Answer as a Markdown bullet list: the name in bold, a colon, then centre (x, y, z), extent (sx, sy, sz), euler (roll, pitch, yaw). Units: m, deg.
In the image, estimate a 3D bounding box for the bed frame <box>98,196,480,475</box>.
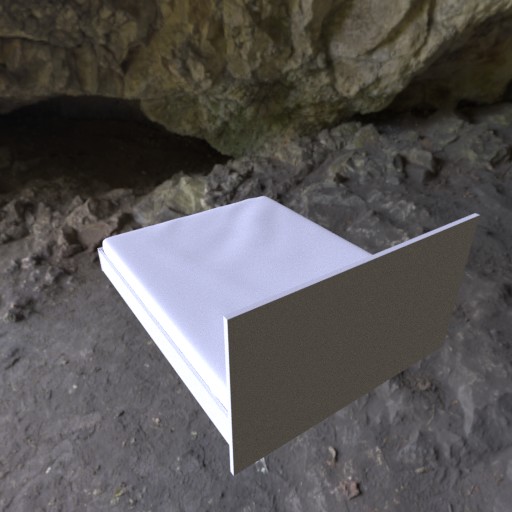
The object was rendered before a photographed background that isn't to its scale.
- **bed frame**: centre (0.000, 0.000, 3.155), extent (1.711, 1.001, 2.100), euler (-19, 35, -29)
